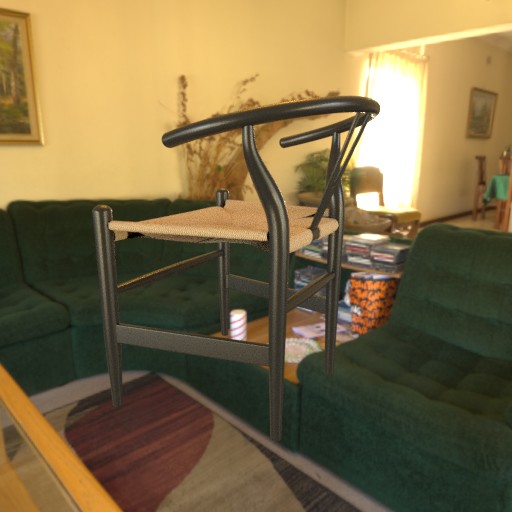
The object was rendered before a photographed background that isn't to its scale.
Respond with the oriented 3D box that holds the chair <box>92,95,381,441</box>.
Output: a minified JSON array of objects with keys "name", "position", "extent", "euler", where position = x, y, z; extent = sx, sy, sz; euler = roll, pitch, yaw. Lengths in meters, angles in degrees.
[{"name":"chair","position":[0.000,0.000,1.136],"extent":[0.570,0.739,0.570],"euler":[7,16,28]}]
